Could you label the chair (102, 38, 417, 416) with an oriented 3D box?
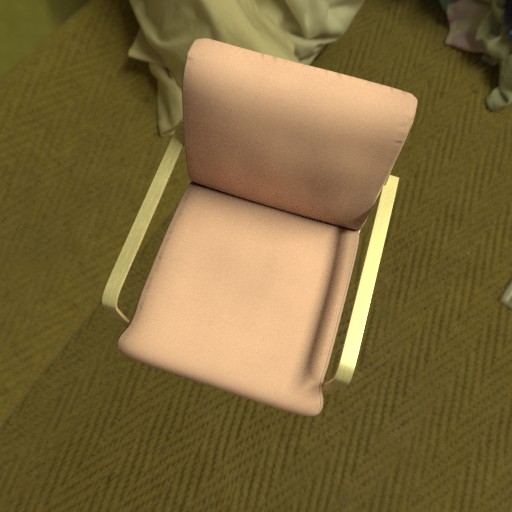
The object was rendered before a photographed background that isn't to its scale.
[{"bbox_3d":[0.000,0.000,1.415,0.701,0.823,0.848,17,75,5],"label":"chair"}]
